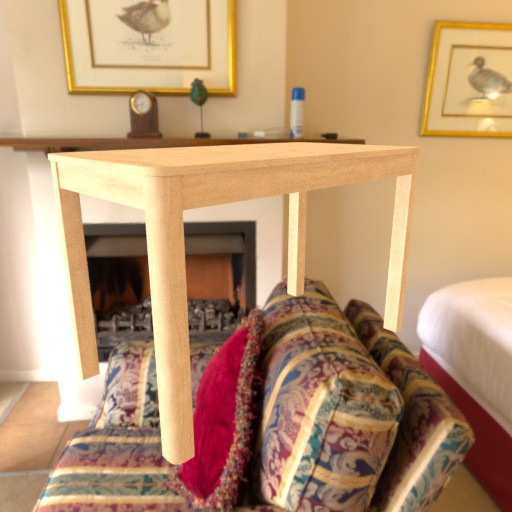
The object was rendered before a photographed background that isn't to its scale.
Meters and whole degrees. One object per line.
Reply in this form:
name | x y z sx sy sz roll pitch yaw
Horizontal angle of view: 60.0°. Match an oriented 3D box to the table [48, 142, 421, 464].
table | 0.000 0.000 1.930 1.400 0.900 0.750 -15 23 -42
